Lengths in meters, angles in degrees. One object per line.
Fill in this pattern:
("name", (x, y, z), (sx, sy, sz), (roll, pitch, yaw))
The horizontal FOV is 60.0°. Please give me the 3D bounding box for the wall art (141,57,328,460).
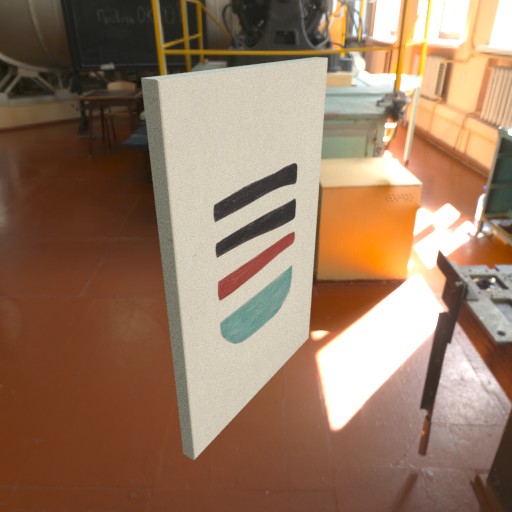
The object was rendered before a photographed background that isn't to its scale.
("wall art", (0.000, 0.000, 1.152), (0.038, 0.912, 0.607), (18, 33, 30))
